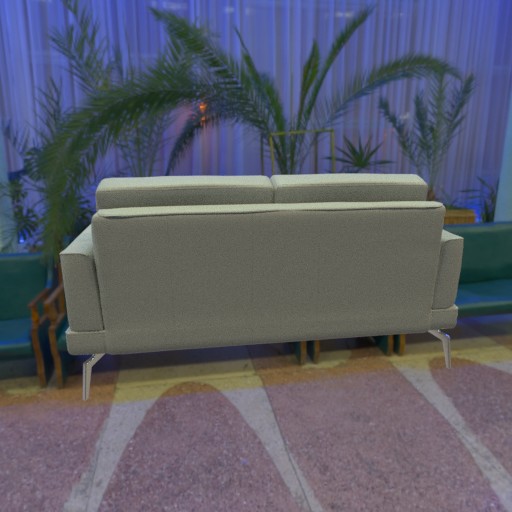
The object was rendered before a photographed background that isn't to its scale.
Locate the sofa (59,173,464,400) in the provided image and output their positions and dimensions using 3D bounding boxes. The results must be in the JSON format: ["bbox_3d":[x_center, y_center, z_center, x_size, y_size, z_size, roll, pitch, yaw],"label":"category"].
[{"bbox_3d":[0.000,0.000,2.423,1.819,0.930,1.121,-2,15,-9],"label":"sofa"}]
